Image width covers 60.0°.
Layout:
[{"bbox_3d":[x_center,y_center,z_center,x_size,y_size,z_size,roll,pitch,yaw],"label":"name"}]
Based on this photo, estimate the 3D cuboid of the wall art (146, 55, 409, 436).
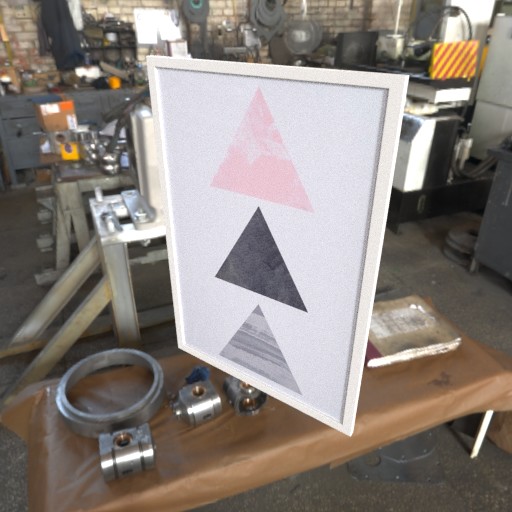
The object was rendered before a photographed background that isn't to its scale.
[{"bbox_3d":[0.000,0.000,0.821,0.456,0.656,0.013,19,34,30],"label":"wall art"}]
